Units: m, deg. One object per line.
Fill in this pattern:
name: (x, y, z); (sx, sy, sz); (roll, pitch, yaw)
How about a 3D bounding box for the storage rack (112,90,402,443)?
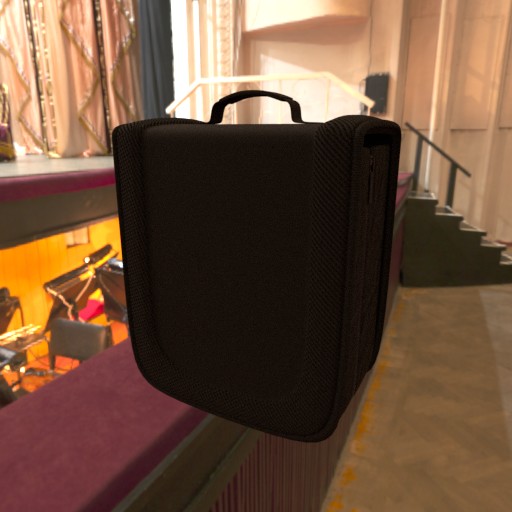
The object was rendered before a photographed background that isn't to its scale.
storage rack: (0.000, 0.000, 0.554); (0.297, 0.387, 0.168); (9, 18, 28)
